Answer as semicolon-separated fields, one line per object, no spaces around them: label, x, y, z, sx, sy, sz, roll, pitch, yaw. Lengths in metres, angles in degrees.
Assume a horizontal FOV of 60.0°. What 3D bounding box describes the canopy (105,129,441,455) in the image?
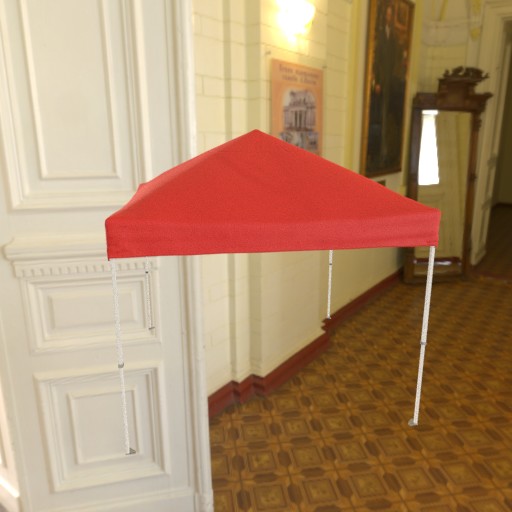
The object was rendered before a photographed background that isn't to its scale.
canopy;0.000;0.000;5.445;2.996;2.997;2.998;-2;15;-9
